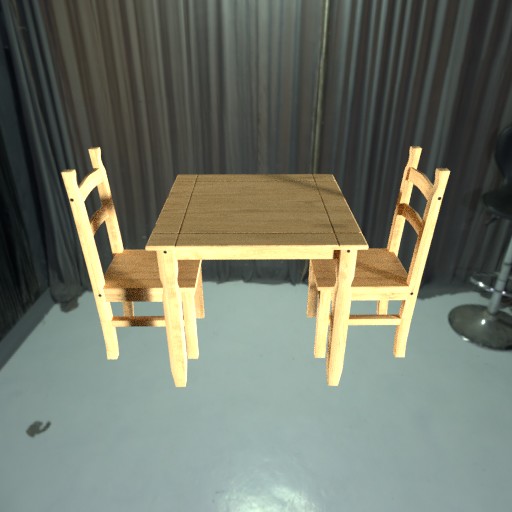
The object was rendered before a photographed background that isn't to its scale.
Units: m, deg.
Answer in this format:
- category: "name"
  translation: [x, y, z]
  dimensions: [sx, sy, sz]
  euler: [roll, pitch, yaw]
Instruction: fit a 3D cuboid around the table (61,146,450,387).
- category: "table"
  translation: [0.000, 0.000, 2.096]
  dimensions: [1.501, 0.942, 0.813]
  euler: [0, 29, -1]
